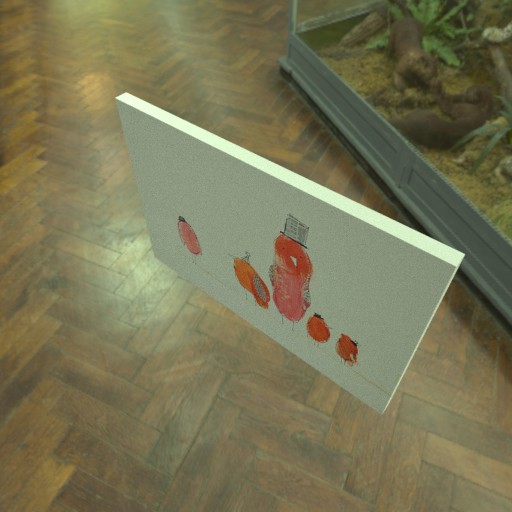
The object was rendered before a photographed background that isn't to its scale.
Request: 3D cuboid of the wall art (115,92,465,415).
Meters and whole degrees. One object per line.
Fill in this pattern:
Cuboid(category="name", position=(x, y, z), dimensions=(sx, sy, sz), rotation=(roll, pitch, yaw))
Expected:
Cuboid(category="wall art", position=(0.000, 0.000, 1.184), dimensions=(0.914, 0.609, 0.038), rotation=(31, 55, 25))
